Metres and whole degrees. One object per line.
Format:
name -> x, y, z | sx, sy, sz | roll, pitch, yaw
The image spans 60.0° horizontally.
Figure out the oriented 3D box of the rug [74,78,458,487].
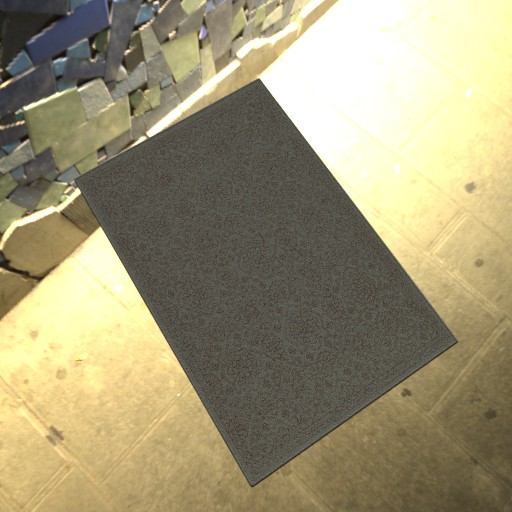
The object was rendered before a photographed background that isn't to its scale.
rug -> 0.000, 0.000, 2.317 | 1.219, 0.010, 1.829 | -32, 76, -9
